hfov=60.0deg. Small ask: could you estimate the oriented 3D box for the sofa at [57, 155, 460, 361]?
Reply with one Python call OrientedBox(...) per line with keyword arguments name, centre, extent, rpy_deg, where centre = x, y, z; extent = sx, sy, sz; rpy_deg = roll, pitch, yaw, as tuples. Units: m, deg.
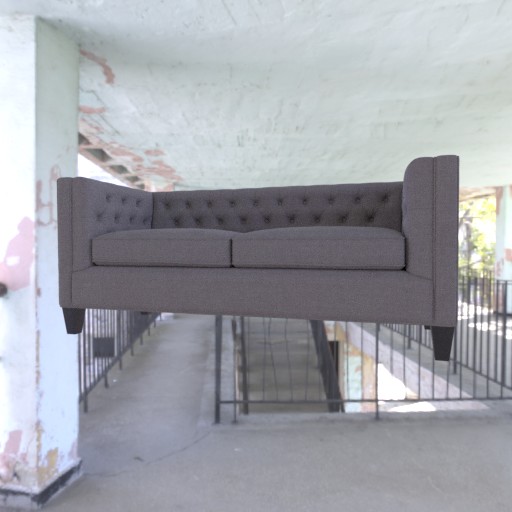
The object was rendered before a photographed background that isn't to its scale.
OrientedBox(name="sofa", centre=(0.000, 0.000, 2.230), extent=(1.778, 0.762, 0.775), rpy_deg=(0, 1, 18))
